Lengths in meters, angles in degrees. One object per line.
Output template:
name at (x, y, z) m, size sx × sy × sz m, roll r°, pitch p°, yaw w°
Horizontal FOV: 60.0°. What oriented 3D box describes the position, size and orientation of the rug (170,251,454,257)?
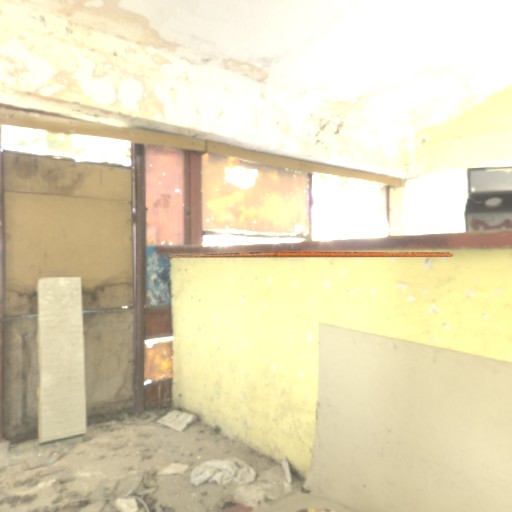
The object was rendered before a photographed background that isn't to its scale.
rug at (0.000, 0.000, 2.463) m, size 0.651 × 0.016 × 2.274 m, roll 0°, pitch 0°, yaw -19°
